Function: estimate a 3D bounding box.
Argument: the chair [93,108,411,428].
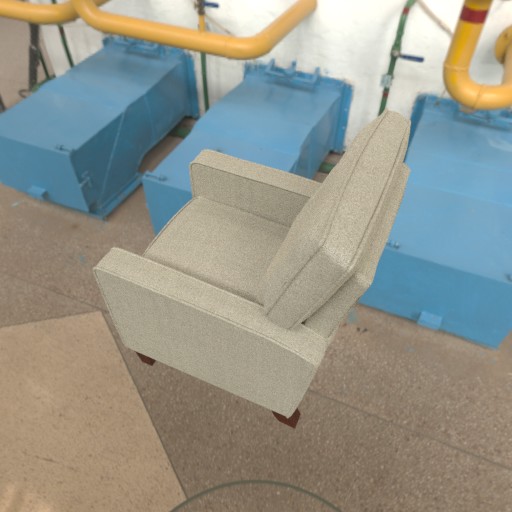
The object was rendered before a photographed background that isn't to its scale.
[{"bbox_3d":[0.000,0.000,1.421,0.754,0.888,0.648,18,50,16],"label":"chair"}]
